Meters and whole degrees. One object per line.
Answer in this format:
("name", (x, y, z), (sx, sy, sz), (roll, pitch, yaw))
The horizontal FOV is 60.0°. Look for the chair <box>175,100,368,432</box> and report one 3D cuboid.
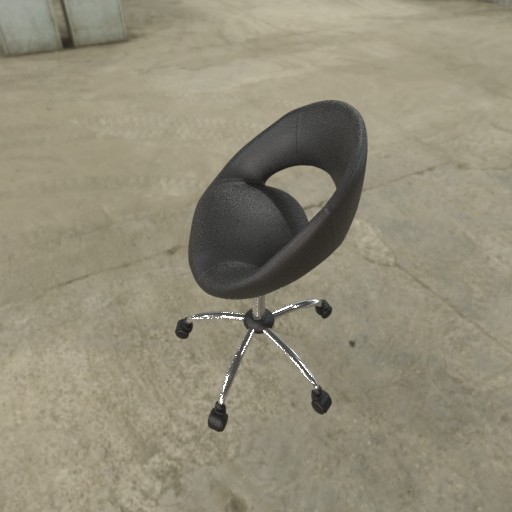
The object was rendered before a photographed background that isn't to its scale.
("chair", (0.000, 0.000, 1.203), (0.538, 0.791, 0.612), (-1, 41, -1))
